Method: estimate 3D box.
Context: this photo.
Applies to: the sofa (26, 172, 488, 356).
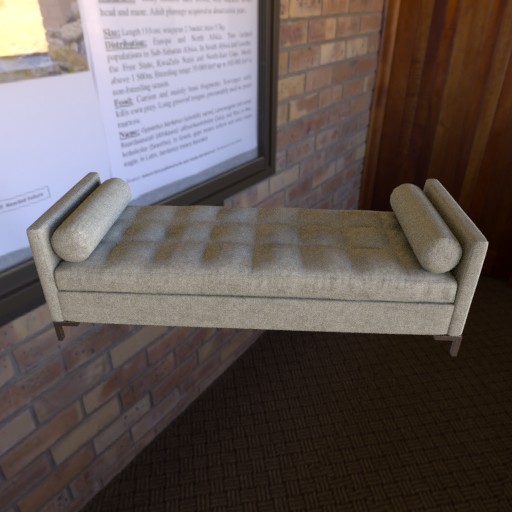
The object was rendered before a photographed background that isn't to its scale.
[{"bbox_3d":[0.000,0.000,2.459,2.102,0.657,0.797,2,30,3],"label":"sofa"}]
